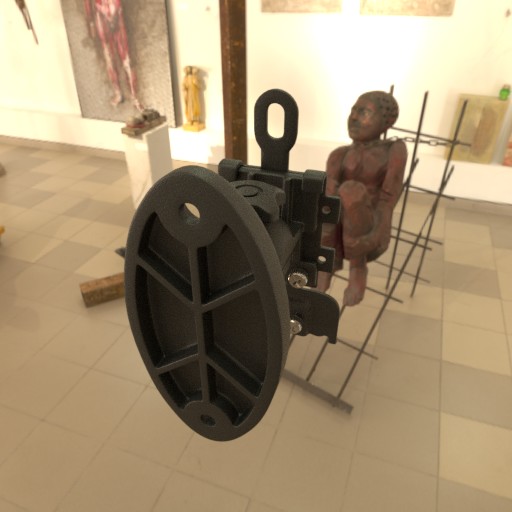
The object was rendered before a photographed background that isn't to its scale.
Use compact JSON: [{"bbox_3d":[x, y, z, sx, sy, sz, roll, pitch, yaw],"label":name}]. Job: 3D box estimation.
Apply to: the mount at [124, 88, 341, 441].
[{"bbox_3d":[0.000,0.000,0.176,0.066,0.118,0.100,11,34,17],"label":"mount"}]
